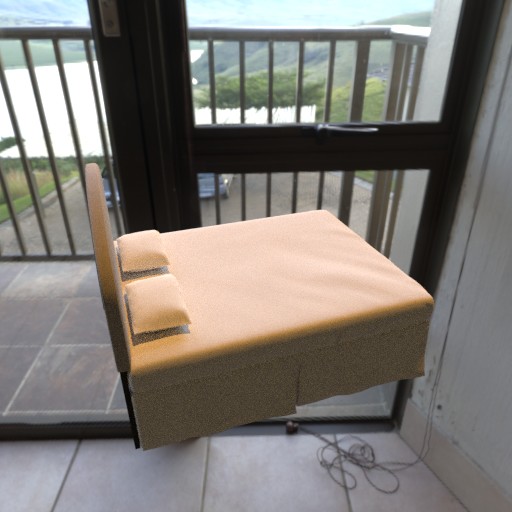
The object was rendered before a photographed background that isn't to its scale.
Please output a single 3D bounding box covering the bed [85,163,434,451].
[{"bbox_3d":[0.000,0.000,3.074,2.005,1.410,1.607,-10,31,-17],"label":"bed"}]
